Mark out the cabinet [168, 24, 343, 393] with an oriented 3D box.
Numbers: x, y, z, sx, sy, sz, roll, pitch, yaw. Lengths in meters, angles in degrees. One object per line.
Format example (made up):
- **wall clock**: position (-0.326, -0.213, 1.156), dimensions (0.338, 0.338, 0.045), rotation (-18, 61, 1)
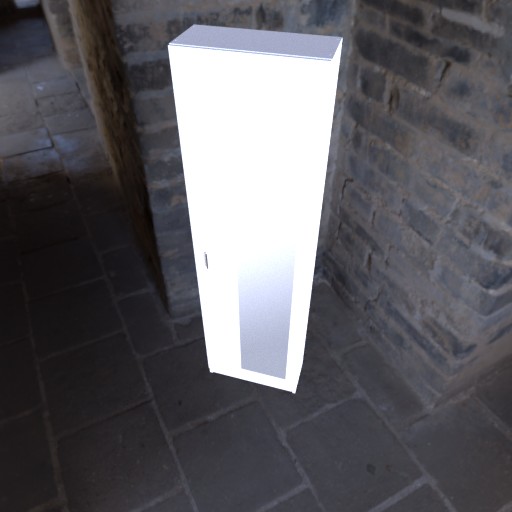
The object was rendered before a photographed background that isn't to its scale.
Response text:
- **cabinet**: position (0.000, 0.000, 1.968), dimensions (0.500, 1.790, 0.230), rotation (11, 44, 12)
